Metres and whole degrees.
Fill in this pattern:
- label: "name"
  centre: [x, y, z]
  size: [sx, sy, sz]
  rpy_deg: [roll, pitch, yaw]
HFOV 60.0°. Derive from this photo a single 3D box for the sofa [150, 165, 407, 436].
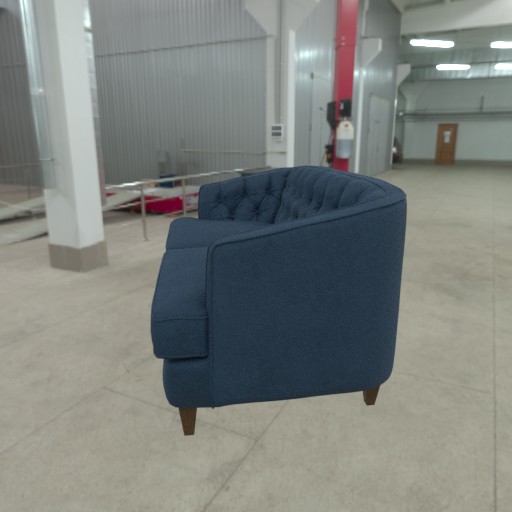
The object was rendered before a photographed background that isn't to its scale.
- label: "sofa"
  centre: [0.000, 0.000, 2.273]
  size: [0.941, 0.854, 1.733]
  rpy_deg: [-2, 15, -8]
